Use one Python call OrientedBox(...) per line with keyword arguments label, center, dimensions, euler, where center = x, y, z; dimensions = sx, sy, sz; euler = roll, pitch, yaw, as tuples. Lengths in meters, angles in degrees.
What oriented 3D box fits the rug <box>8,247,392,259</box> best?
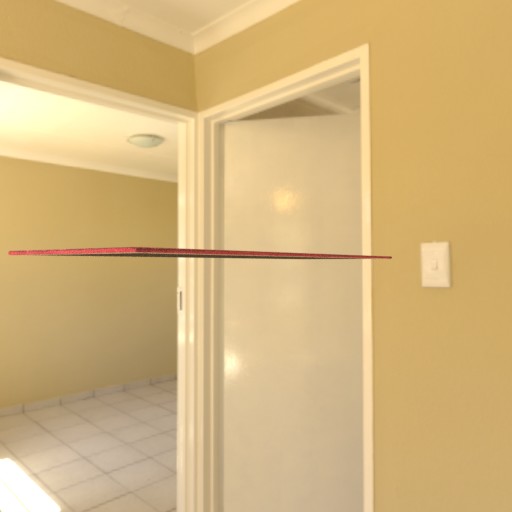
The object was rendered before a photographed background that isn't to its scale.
OrientedBox(label="rug", center=(0.000, 0.000, 2.606), dimensions=(0.813, 0.018, 2.439), euler=(-1, -1, 35))
